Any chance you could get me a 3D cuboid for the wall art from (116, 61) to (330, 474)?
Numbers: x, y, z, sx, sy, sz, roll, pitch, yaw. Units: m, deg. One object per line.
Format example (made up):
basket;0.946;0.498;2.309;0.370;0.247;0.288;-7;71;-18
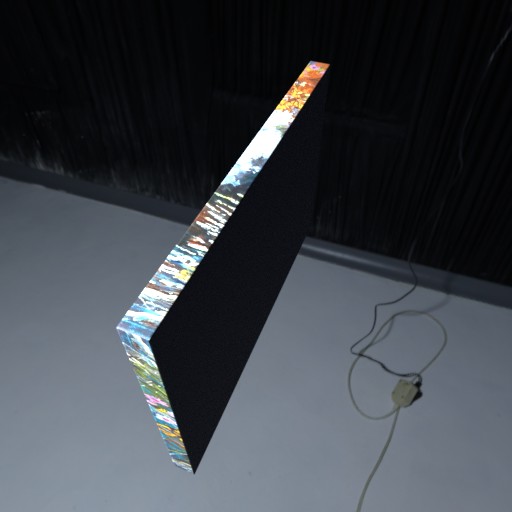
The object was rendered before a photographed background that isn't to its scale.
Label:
wall art;0.000;0.000;0.754;0.037;0.406;0.610;17;50;15
